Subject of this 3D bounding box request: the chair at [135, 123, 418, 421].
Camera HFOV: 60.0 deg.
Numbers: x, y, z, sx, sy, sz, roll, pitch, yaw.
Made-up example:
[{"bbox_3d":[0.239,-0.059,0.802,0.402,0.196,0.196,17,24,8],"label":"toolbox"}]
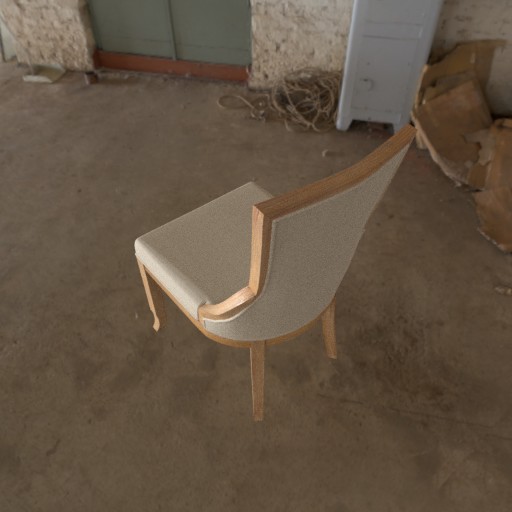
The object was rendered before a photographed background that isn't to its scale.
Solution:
[{"bbox_3d":[0.000,0.000,1.367,0.524,0.947,0.641,-31,53,-27],"label":"chair"}]
